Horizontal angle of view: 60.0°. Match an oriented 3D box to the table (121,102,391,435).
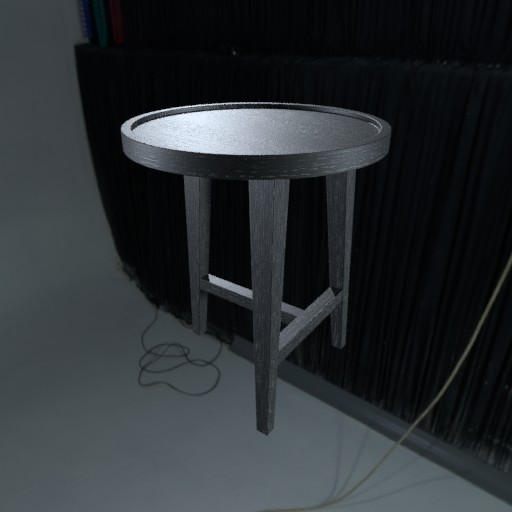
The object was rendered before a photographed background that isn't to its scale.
[{"bbox_3d":[0.000,0.000,0.781,0.399,0.460,0.399,0,27,0],"label":"table"}]
